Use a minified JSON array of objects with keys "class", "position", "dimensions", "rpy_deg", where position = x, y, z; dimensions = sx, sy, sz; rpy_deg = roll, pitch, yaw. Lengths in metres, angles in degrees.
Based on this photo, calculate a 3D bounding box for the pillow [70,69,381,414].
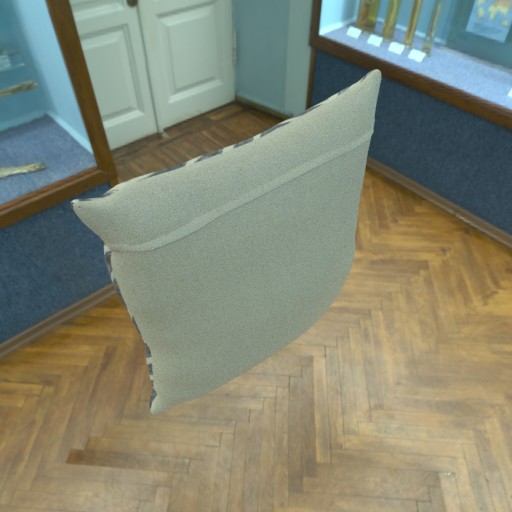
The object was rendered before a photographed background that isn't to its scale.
[{"class":"pillow","position":[0.000,0.000,0.650],"dimensions":[0.440,0.441,0.182],"rpy_deg":[-30,53,-26]}]
